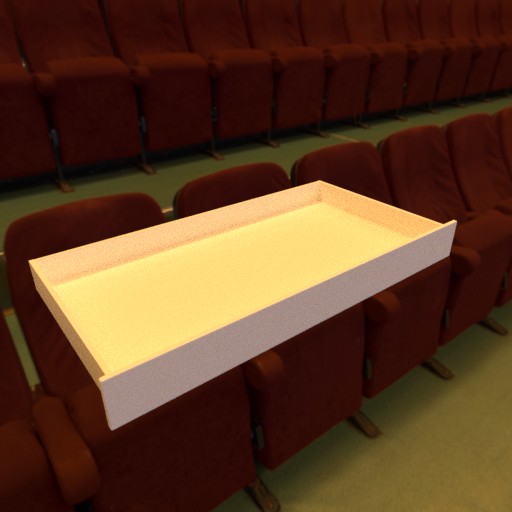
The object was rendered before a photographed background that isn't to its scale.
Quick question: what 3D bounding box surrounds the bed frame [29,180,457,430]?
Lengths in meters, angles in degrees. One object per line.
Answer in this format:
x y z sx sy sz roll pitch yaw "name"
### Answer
0.000 0.000 1.497 1.300 0.141 0.670 -20 34 -33 "bed frame"
